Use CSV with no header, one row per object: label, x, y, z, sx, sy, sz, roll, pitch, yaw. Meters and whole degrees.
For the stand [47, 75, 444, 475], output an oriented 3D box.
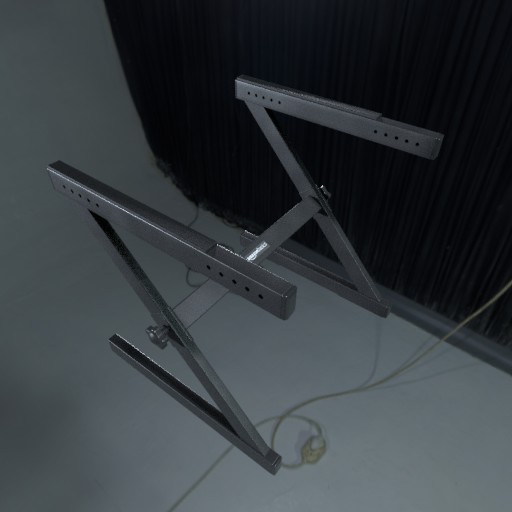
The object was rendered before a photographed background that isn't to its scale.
stand,0.000,0.000,1.139,0.586,0.617,0.700,27,48,27
